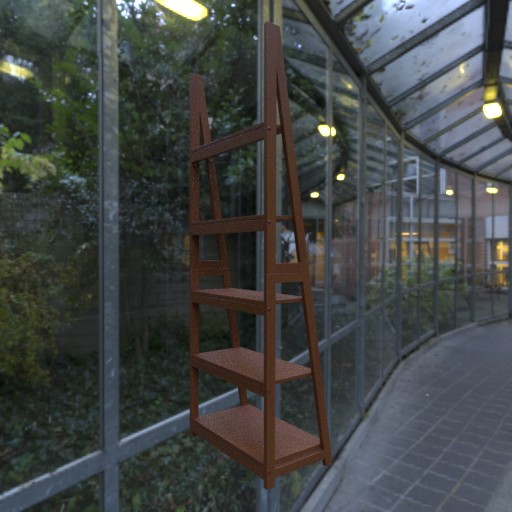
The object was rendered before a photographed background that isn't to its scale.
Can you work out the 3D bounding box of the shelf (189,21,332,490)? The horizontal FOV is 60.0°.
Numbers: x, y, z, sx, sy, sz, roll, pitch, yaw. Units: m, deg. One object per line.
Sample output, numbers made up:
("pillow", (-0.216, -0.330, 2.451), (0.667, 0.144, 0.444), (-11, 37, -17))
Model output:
("shelf", (0.000, 0.000, 2.037), (0.356, 1.780, 0.630), (0, 1, -36))
